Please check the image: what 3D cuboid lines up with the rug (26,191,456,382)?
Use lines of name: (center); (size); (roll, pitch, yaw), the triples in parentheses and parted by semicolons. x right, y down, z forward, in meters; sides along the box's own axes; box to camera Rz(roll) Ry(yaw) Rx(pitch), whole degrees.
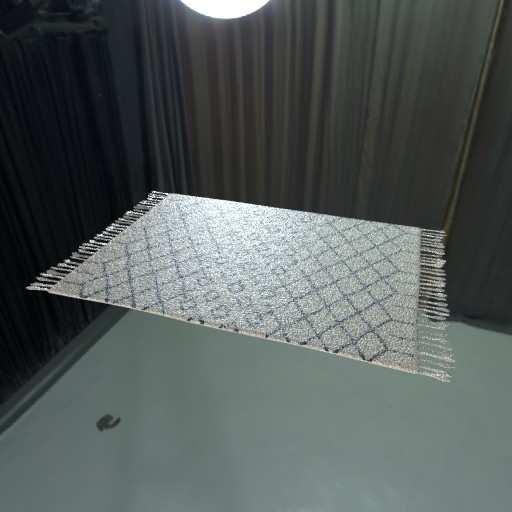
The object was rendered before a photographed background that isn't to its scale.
rug: (0.000, 0.000, 3.161); (2.615, 0.029, 1.664); (10, 32, 16)
